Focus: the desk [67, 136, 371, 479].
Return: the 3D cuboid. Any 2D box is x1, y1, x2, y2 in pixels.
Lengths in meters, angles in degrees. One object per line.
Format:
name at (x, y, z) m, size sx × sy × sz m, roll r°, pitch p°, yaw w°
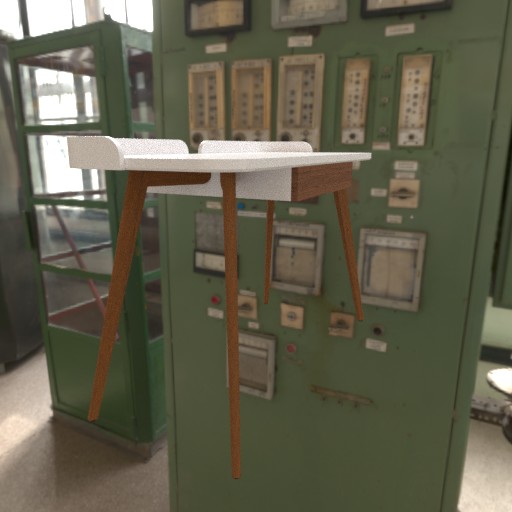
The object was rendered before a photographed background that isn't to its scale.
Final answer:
desk at (0.000, 0.000, 1.588) m, size 0.534 × 0.807 × 1.206 m, roll 7°, pitch 16°, yaw 27°
